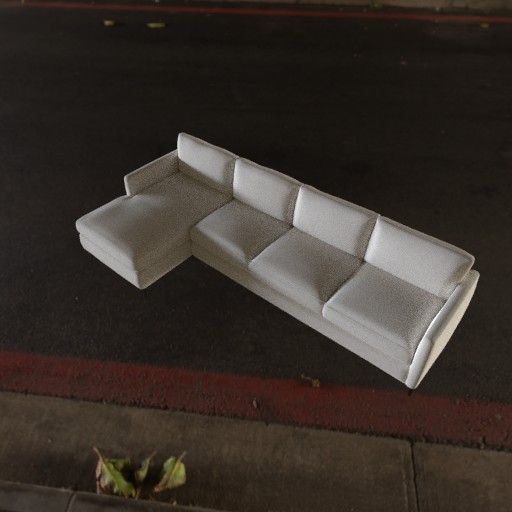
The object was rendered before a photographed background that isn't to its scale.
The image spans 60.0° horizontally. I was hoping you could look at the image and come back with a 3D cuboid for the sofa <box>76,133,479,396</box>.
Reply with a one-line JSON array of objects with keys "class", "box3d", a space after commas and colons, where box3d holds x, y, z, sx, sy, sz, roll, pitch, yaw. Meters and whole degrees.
[{"class": "sofa", "box3d": [0.000, 0.000, 3.748, 3.186, 0.875, 1.467, 29, 49, 28]}]
